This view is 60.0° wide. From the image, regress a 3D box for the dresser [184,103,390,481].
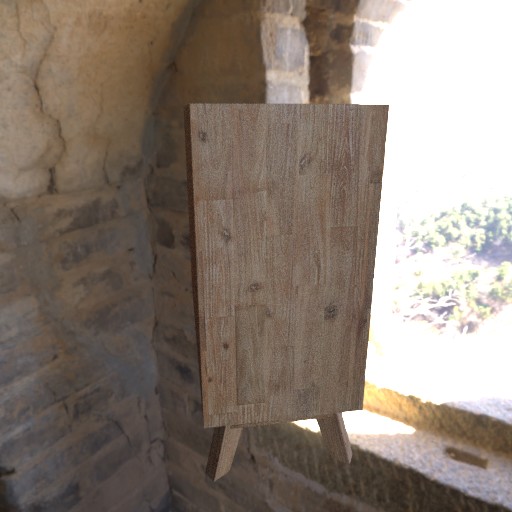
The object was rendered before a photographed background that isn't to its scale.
[{"bbox_3d":[0.000,0.000,1.605,0.455,1.029,0.998,-3,18,-9],"label":"dresser"}]
